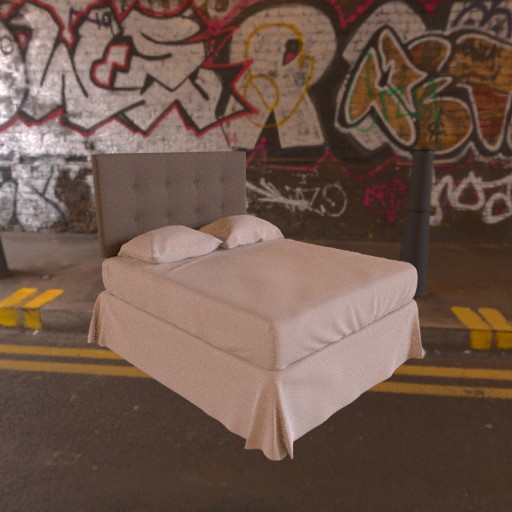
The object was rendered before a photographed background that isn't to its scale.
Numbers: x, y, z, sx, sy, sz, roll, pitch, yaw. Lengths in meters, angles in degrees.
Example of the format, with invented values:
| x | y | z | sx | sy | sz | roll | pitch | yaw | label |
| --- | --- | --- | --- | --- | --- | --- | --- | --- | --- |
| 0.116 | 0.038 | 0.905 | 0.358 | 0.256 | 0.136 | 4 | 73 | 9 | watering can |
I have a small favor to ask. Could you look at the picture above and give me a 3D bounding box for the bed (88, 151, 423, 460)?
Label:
| x | y | z | sx | sy | sz | roll | pitch | yaw | label |
| --- | --- | --- | --- | --- | --- | --- | --- | --- | --- |
| 0.000 | 0.000 | 3.521 | 2.222 | 1.577 | 1.936 | 14 | 20 | 43 | bed |
